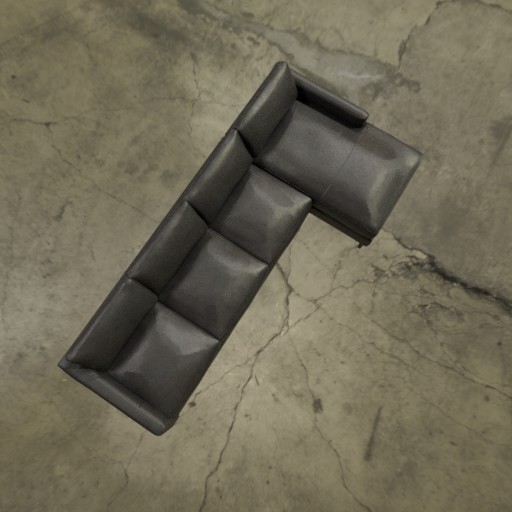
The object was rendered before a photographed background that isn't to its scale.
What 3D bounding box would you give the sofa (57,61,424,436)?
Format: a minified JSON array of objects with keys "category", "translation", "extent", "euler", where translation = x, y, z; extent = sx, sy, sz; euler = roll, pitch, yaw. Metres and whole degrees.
[{"category":"sofa","translation":[0.000,0.000,3.556],"extent":[1.471,0.859,2.993],"euler":[32,78,7]}]
